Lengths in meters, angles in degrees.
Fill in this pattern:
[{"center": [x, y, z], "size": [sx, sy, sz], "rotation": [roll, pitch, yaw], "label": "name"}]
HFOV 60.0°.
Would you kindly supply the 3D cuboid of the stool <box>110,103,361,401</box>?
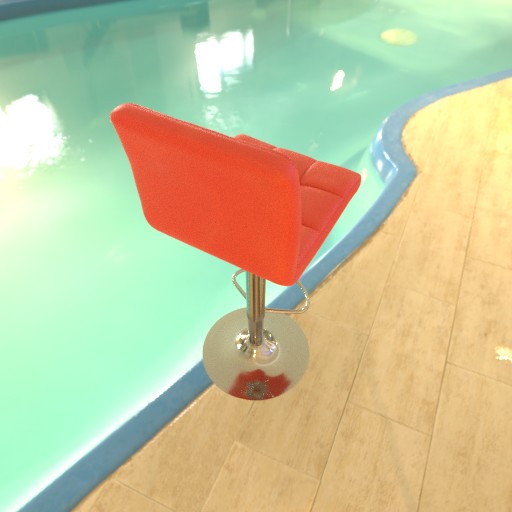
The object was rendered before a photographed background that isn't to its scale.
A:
[{"center": [0.000, 0.000, 1.359], "size": [0.430, 1.115, 0.505], "rotation": [23, 52, 20], "label": "stool"}]
